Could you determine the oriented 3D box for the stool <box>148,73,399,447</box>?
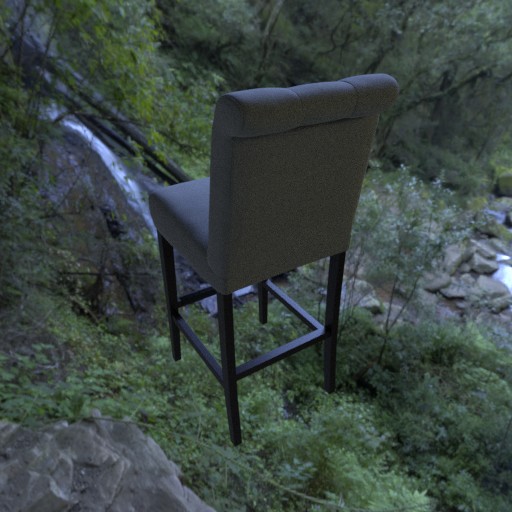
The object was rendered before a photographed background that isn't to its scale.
[{"bbox_3d":[0.000,0.000,1.439,0.493,1.140,0.601,-18,36,-27],"label":"stool"}]
